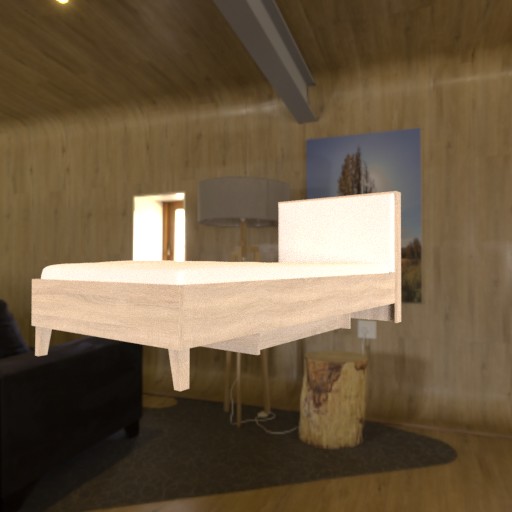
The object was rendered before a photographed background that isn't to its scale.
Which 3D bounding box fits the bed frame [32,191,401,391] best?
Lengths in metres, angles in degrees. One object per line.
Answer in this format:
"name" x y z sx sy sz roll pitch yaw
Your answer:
"bed frame" 0.000 0.000 2.593 0.990 0.920 2.140 -1 -1 36
